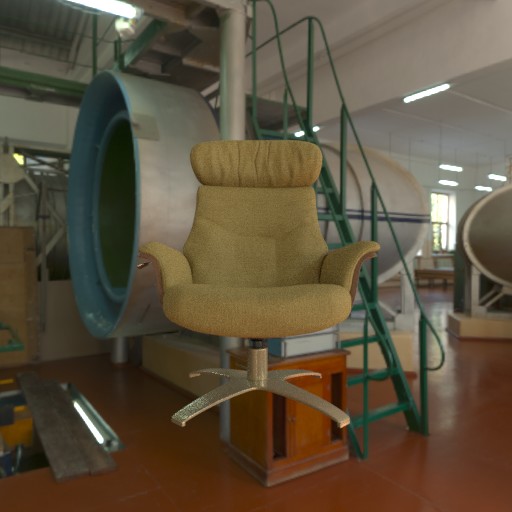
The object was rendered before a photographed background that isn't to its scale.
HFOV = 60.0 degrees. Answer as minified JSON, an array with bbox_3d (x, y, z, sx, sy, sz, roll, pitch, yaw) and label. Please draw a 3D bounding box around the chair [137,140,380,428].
[{"bbox_3d":[0.000,0.000,1.590,0.785,0.995,0.837,0,1,0],"label":"chair"}]
